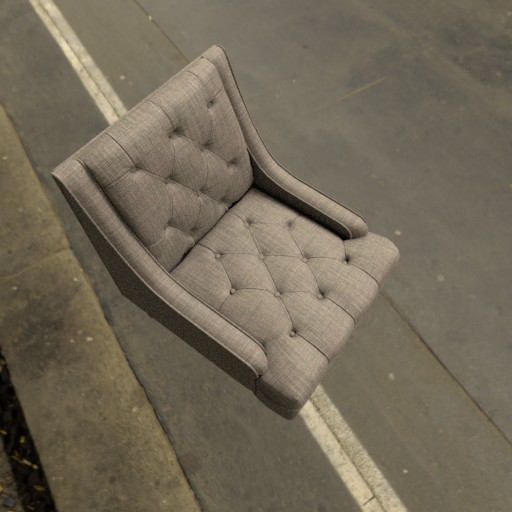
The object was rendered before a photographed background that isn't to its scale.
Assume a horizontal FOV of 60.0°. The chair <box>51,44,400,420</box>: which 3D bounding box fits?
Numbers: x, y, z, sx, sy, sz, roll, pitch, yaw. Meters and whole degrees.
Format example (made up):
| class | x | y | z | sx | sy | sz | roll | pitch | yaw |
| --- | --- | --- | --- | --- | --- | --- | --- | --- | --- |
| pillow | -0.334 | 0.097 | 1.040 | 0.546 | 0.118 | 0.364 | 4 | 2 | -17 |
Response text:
| class | x | y | z | sx | sy | sz | roll | pitch | yaw |
| --- | --- | --- | --- | --- | --- | --- | --- | --- | --- |
| chair | 0.000 | 0.000 | 1.442 | 0.771 | 0.891 | 0.655 | 32 | 64 | 18 |
